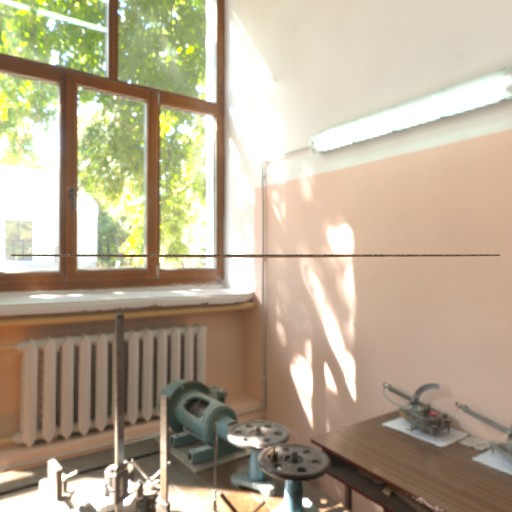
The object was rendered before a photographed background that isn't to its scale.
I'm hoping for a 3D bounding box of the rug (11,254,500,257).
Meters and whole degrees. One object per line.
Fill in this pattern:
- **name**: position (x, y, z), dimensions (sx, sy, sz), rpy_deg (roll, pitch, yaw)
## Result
- **rug**: position (0.000, 0.000, 3.963), dimensions (3.054, 0.030, 2.430), rpy_deg (0, 0, 0)
